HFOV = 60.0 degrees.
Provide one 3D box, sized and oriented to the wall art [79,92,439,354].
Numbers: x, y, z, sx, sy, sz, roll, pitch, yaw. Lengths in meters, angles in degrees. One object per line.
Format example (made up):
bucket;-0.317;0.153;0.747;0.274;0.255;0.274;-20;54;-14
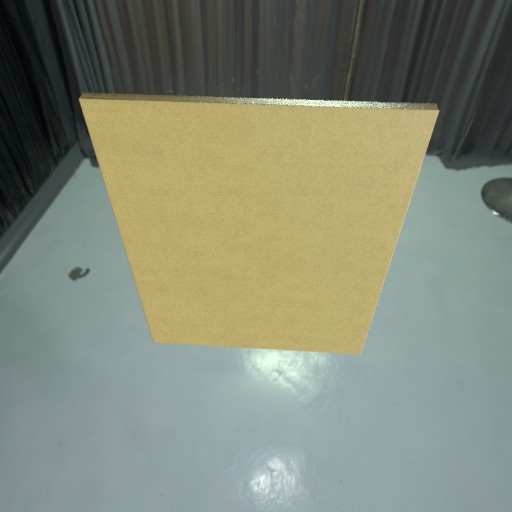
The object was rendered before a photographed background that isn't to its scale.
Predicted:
wall art;0.000;0.000;1.352;0.798;1.002;0.030;3;46;3
